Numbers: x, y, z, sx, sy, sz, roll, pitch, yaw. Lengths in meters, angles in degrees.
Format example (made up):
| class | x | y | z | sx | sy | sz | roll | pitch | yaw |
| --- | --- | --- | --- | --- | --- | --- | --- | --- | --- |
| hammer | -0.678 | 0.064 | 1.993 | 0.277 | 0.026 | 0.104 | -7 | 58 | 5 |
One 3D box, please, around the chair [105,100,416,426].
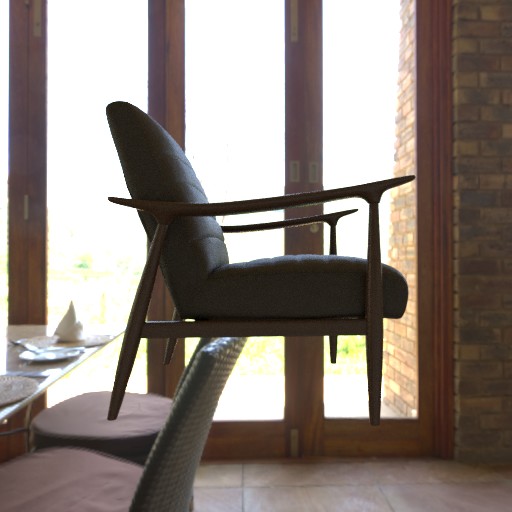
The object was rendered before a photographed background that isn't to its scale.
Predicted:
| class | x | y | z | sx | sy | sz | roll | pitch | yaw |
| --- | --- | --- | --- | --- | --- | --- | --- | --- | --- |
| chair | 0.000 | 0.000 | 1.419 | 0.798 | 0.831 | 0.741 | 0 | -1 | 1 |
